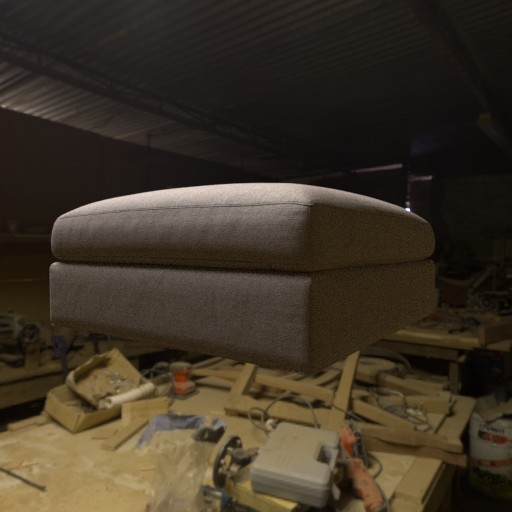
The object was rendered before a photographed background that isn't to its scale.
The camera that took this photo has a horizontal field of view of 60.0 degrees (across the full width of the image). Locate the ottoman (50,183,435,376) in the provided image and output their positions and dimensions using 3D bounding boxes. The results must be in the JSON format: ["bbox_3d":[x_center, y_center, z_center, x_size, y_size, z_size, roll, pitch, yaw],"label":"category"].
[{"bbox_3d":[0.000,0.000,1.631,1.041,0.470,1.041,1,2,36],"label":"ottoman"}]
